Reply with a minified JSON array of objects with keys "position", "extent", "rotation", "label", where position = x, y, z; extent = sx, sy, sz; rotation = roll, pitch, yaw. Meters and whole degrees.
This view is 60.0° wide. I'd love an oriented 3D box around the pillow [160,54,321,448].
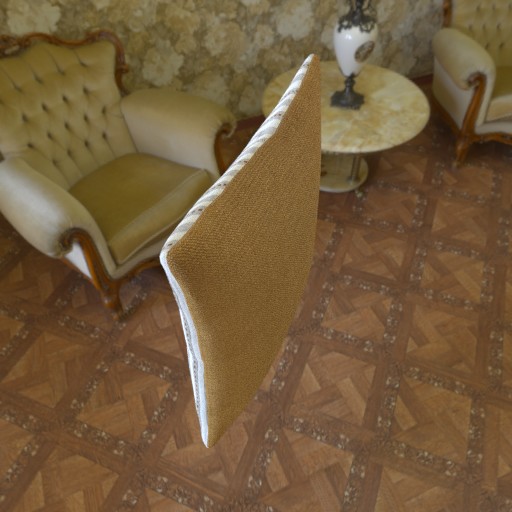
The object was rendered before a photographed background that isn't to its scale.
[{"position":[0.000,0.000,0.657],"extent":[0.147,0.437,0.432],"rotation":[16,49,14],"label":"pillow"}]
